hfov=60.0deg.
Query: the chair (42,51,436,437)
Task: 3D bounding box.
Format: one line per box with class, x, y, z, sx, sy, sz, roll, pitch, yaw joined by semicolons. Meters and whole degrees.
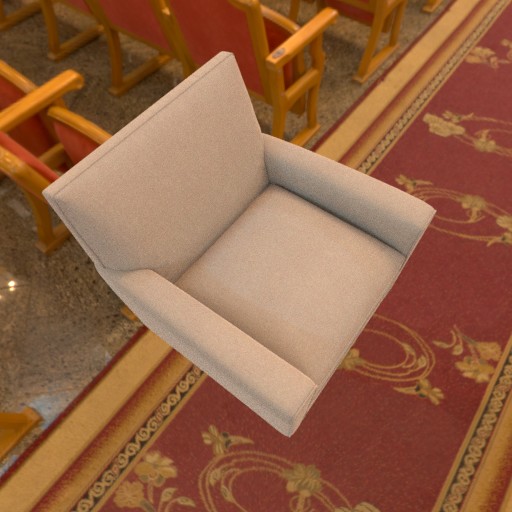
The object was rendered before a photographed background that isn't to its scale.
chair;0.000;0.000;1.557;0.871;0.846;0.840;33;65;18
